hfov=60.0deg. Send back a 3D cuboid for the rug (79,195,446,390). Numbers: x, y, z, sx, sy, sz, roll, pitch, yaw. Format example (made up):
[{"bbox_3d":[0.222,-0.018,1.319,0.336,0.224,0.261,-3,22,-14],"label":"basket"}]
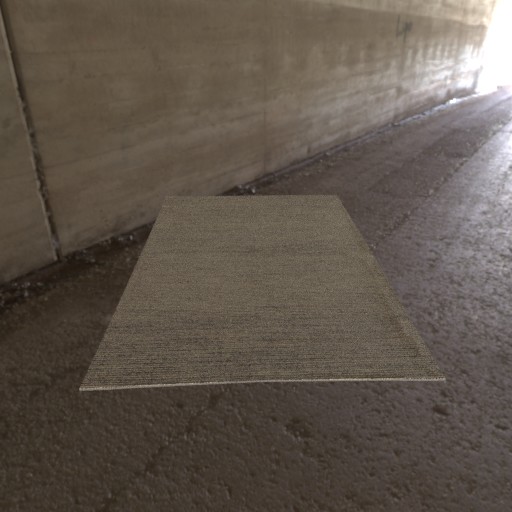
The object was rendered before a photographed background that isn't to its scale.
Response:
[{"bbox_3d":[0.000,0.000,2.166,1.149,0.021,1.773,-1,27,-2],"label":"rug"}]
